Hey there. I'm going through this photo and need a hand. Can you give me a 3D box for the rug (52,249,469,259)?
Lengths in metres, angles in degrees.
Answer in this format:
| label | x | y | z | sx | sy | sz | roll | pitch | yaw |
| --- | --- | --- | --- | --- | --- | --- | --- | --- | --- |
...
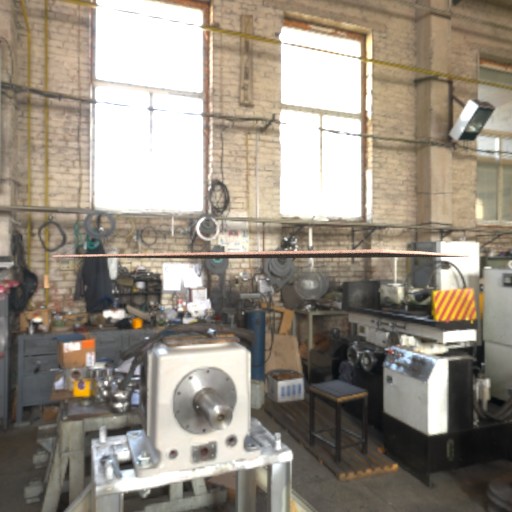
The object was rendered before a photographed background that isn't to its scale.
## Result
| label | x | y | z | sx | sy | sz | roll | pitch | yaw |
| --- | --- | --- | --- | --- | --- | --- | --- | --- | --- |
| rug | 0.000 | 0.000 | 3.023 | 2.390 | 0.015 | 1.609 | -1 | -1 | 36 |
